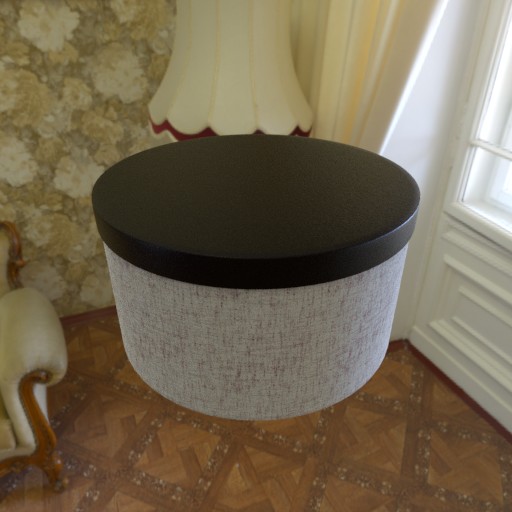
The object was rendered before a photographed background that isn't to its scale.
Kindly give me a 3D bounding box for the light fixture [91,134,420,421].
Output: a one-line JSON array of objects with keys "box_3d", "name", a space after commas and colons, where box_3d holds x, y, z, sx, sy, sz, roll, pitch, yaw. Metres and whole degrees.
[{"box_3d": [0.000, 0.000, 0.607, 0.389, 0.229, 0.389, 0, 31, 0], "name": "light fixture"}]
